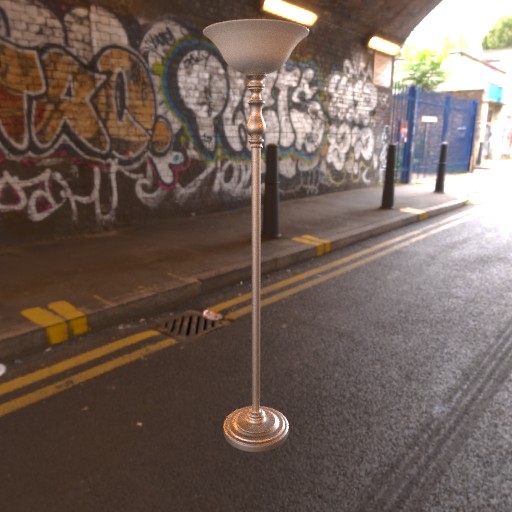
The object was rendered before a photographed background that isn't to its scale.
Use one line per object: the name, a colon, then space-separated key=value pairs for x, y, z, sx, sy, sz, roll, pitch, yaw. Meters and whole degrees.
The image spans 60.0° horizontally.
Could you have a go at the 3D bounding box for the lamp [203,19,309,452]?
lamp: x=0.000 y=0.000 z=1.926 sx=0.405 sy=1.771 sz=0.405 roll=-2 pitch=15 yaw=-9
